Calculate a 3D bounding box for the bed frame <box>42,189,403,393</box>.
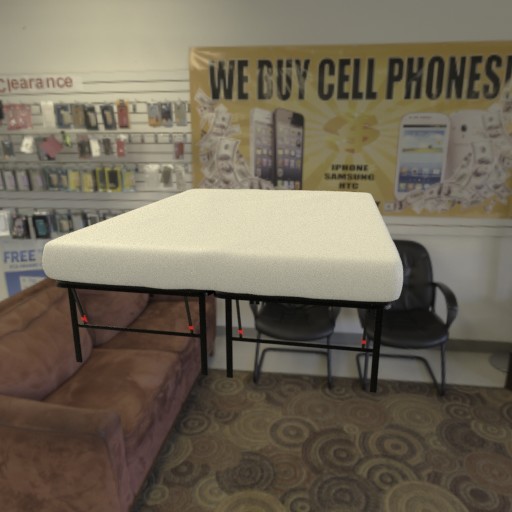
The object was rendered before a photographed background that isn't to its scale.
[{"bbox_3d":[0.000,0.000,2.894,1.584,0.667,2.151,3,16,10],"label":"bed frame"}]
